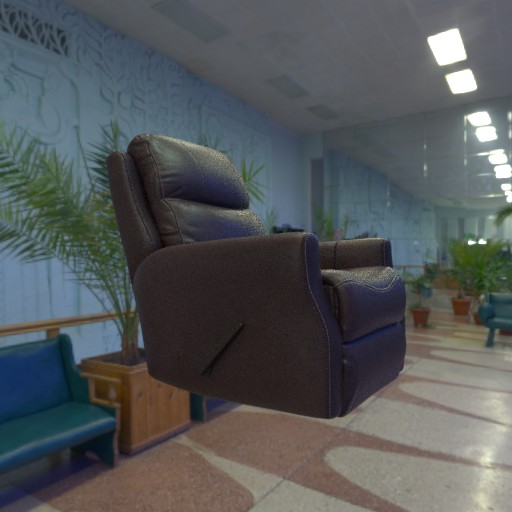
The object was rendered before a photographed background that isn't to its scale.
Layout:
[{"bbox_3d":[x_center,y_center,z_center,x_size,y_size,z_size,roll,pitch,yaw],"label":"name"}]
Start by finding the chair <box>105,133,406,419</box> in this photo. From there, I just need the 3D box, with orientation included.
[{"bbox_3d":[0.000,0.000,1.803,1.080,1.030,0.829,0,1,35],"label":"chair"}]
